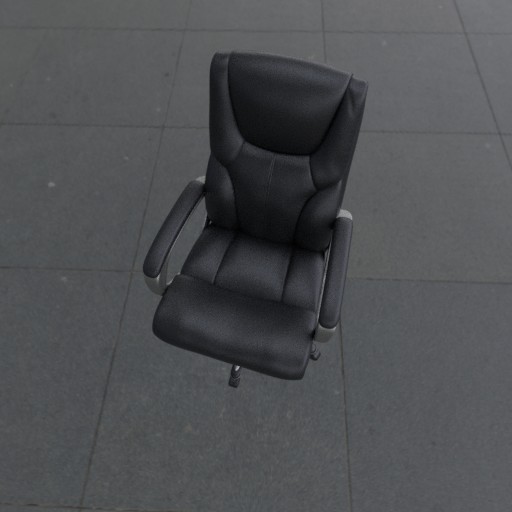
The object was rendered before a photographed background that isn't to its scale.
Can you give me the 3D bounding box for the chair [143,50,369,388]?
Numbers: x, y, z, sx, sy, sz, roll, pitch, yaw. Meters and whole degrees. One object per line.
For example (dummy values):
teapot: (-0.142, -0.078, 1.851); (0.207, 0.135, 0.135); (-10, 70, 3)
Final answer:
chair: (0.000, 0.000, 1.600); (0.663, 1.155, 0.739); (15, 60, 9)
